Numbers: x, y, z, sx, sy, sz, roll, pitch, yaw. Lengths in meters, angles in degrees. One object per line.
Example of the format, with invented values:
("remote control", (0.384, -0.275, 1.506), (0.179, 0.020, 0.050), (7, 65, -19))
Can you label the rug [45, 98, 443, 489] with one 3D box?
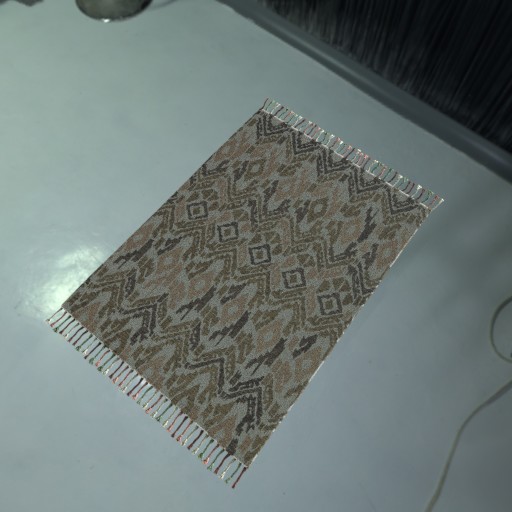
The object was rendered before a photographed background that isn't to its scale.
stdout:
("rug", (0.000, 0.000, 2.302), (1.219, 0.008, 1.829), (35, 70, 15))
